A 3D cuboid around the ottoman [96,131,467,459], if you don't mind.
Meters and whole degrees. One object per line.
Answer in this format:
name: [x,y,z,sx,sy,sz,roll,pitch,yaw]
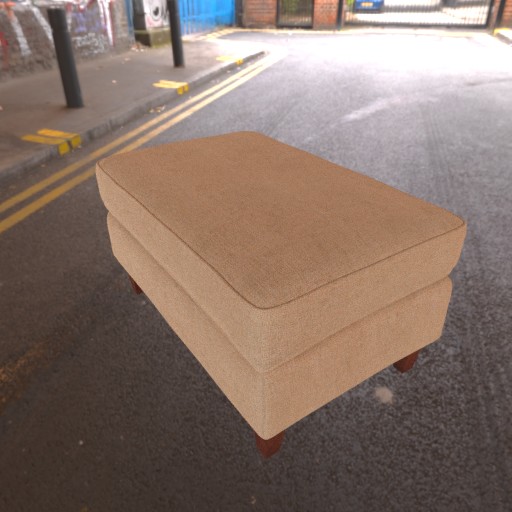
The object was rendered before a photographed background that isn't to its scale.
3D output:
ottoman: [0.000,0.000,1.223,0.583,0.484,0.862,-20,37,-29]
